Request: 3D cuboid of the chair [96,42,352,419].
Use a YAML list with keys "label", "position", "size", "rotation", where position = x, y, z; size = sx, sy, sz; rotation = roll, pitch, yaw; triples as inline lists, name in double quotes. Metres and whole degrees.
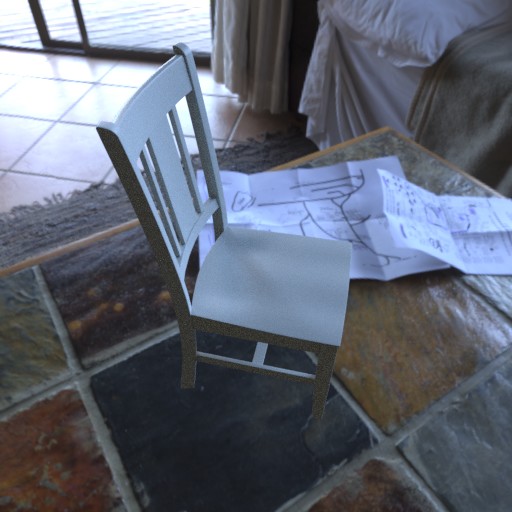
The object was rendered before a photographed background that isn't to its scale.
- label: "chair"
  position: [0.000, 0.000, 1.289]
  size: [0.555, 0.998, 0.450]
  rotation: [9, 46, 9]
